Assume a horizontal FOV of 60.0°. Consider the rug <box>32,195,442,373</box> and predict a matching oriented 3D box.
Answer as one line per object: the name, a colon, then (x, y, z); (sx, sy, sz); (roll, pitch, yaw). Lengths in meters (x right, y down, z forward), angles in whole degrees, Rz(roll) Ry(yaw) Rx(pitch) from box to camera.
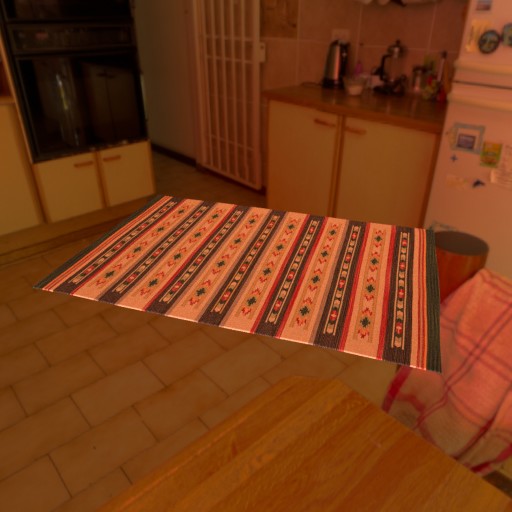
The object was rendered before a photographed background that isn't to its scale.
rug: (0.000, 0.000, 2.347); (1.825, 0.009, 1.221); (9, 31, 16)
